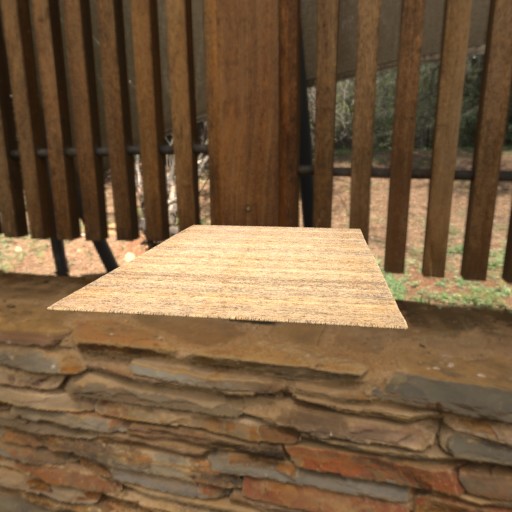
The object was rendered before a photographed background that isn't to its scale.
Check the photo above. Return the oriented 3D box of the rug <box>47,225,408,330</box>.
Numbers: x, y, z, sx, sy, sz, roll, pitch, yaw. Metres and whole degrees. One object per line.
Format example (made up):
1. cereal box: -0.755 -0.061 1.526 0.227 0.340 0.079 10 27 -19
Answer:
1. rug: 0.000 0.000 2.368 1.243 0.014 1.846 2 13 8
